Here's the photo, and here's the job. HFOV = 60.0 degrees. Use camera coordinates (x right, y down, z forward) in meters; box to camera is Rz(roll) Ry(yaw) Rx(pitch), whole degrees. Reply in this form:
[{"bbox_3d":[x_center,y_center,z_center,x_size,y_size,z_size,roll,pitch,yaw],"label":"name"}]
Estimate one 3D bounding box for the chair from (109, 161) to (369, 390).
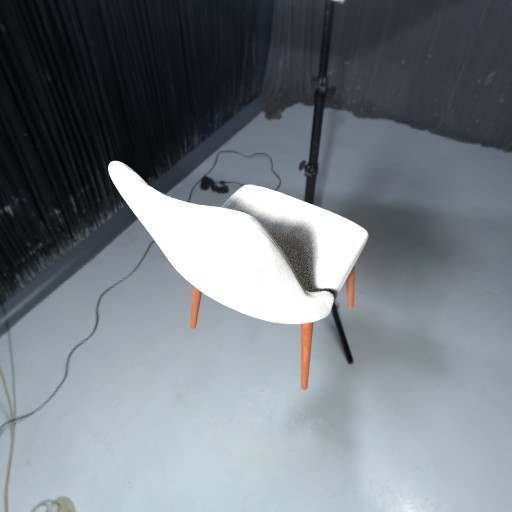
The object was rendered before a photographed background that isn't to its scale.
[{"bbox_3d":[0.000,0.000,1.314,0.526,0.917,0.684,24,51,21],"label":"chair"}]
